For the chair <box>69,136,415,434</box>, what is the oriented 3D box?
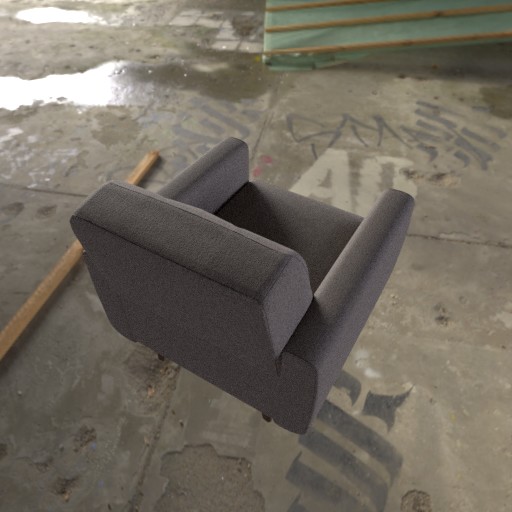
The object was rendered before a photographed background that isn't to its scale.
[{"bbox_3d":[0.000,0.000,1.552,0.831,0.839,0.907,23,50,21],"label":"chair"}]
